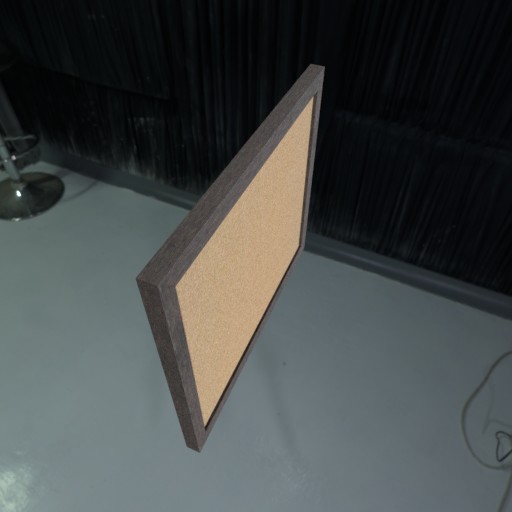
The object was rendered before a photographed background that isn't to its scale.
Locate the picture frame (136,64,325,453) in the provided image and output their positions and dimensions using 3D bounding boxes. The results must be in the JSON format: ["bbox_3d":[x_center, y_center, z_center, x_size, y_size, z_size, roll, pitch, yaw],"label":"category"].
[{"bbox_3d":[0.000,0.000,0.779,0.026,0.455,0.546,18,49,16],"label":"picture frame"}]
